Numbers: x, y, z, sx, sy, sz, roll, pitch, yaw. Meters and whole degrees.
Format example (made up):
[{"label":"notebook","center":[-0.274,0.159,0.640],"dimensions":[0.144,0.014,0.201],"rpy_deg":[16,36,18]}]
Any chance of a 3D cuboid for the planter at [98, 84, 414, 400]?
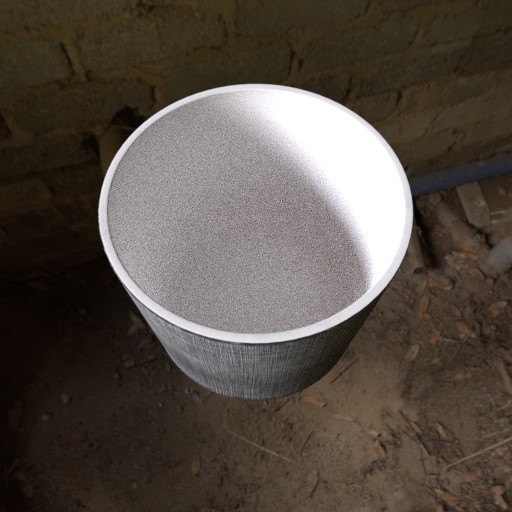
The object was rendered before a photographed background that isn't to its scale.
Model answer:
[{"label":"planter","center":[0.000,0.000,0.459],"dimensions":[0.254,0.221,0.254],"rpy_deg":[0,62,0]}]
